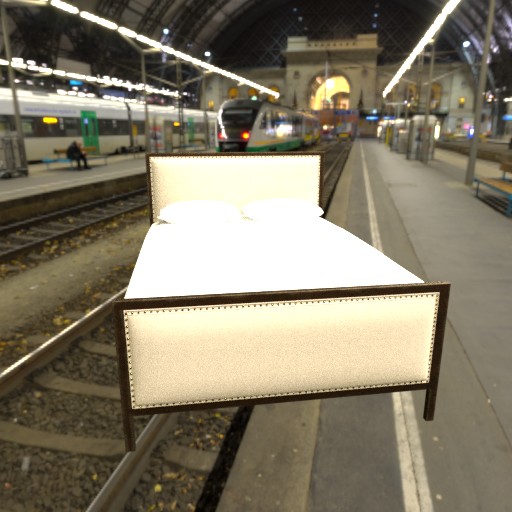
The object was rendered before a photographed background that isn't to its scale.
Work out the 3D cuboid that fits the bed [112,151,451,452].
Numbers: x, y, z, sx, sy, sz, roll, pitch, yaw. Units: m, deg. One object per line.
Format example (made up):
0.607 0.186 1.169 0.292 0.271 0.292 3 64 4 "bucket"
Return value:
0.000 0.000 3.105 1.607 1.313 2.221 -2 16 -8 "bed"
